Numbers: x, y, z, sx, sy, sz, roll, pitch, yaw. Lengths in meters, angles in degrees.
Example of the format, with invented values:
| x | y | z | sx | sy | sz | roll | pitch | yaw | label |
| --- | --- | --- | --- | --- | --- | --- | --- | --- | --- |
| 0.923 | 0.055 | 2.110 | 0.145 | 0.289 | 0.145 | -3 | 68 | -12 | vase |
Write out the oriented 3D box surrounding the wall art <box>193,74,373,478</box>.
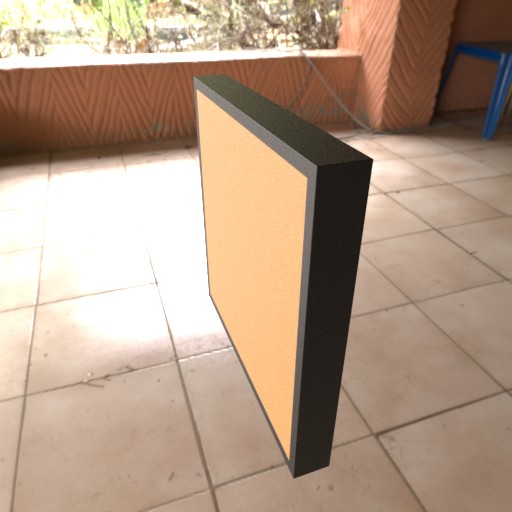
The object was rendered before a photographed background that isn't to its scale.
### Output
| x | y | z | sx | sy | sz | roll | pitch | yaw | label |
| --- | --- | --- | --- | --- | --- | --- | --- | --- | --- |
| 0.000 | 0.000 | 0.459 | 0.038 | 0.304 | 0.304 | -11 | 33 | -17 | wall art |
